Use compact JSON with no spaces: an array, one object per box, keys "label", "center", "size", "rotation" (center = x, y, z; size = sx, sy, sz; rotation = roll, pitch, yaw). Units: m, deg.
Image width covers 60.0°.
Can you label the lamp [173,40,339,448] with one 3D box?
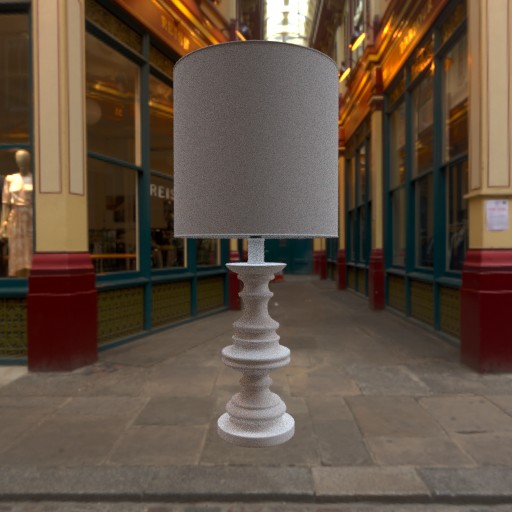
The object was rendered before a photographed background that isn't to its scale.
[{"label":"lamp","center":[0.000,0.000,0.572],"size":[0.208,0.455,0.208],"rotation":[0,1,1]}]
